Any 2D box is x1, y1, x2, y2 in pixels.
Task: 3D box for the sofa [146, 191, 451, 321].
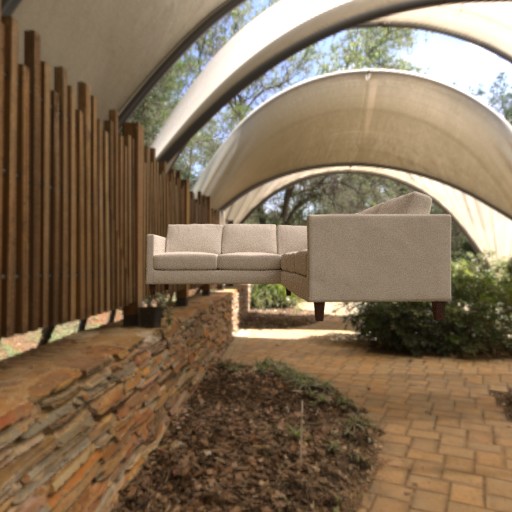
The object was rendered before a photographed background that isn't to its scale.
[{"bbox_3d":[0.000,0.000,4.371,2.432,0.863,3.182,0,-1,-1],"label":"sofa"}]
